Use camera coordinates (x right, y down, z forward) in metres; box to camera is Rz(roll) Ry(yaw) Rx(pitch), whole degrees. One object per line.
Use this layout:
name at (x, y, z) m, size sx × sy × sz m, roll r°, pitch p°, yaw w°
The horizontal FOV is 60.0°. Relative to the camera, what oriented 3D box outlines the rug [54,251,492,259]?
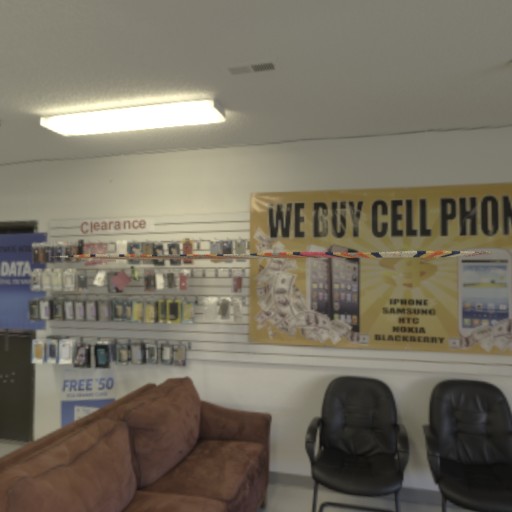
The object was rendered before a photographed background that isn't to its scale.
rug at (0.000, 0.000, 2.678) m, size 2.455 × 0.017 × 0.695 m, roll -1°, pitch -2°, yaw 18°
